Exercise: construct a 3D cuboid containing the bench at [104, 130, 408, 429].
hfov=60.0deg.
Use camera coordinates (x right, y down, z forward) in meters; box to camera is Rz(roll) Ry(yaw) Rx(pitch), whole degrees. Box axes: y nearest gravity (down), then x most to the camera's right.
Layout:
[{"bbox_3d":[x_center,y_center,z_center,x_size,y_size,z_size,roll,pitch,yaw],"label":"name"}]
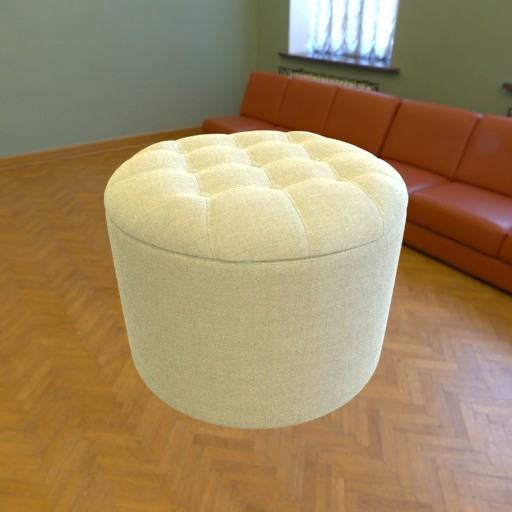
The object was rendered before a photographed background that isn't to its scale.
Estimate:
[{"bbox_3d":[0.000,0.000,0.990,0.600,0.453,0.600,0,30,0],"label":"bench"}]
